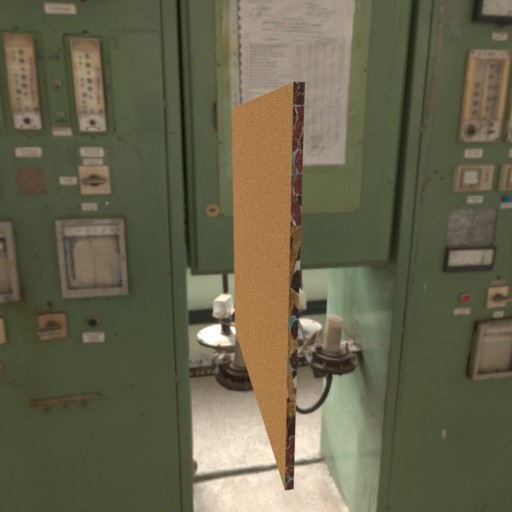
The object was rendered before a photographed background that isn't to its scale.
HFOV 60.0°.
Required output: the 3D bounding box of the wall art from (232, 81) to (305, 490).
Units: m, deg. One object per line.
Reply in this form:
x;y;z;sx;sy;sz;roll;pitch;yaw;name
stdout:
0.000;0.000;0.608;0.010;0.406;0.404;-3;16;-10;wall art
